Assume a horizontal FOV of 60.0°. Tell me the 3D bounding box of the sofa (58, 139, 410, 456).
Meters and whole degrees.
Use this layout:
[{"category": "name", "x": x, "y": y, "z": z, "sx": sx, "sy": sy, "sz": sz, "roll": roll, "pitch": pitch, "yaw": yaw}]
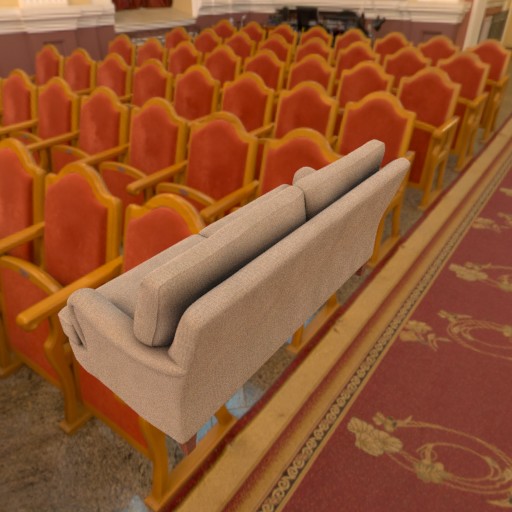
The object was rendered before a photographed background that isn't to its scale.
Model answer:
[{"category": "sofa", "x": 0.000, "y": 0.000, "z": 2.792, "sx": 1.069, "sy": 1.096, "sz": 2.193, "roll": 22, "pitch": 38, "yaw": 31}]
